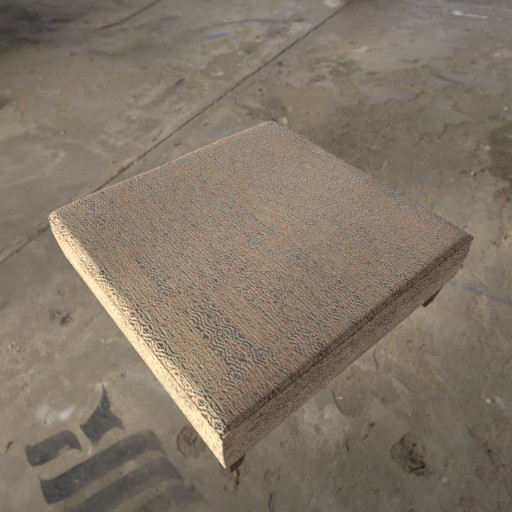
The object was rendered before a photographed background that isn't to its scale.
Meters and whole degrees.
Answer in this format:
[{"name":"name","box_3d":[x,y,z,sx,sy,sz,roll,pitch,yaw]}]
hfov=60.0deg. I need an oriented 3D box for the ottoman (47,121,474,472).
[{"name":"ottoman","box_3d":[0.000,0.000,1.519,1.004,0.356,0.968,-31,53,-27]}]
